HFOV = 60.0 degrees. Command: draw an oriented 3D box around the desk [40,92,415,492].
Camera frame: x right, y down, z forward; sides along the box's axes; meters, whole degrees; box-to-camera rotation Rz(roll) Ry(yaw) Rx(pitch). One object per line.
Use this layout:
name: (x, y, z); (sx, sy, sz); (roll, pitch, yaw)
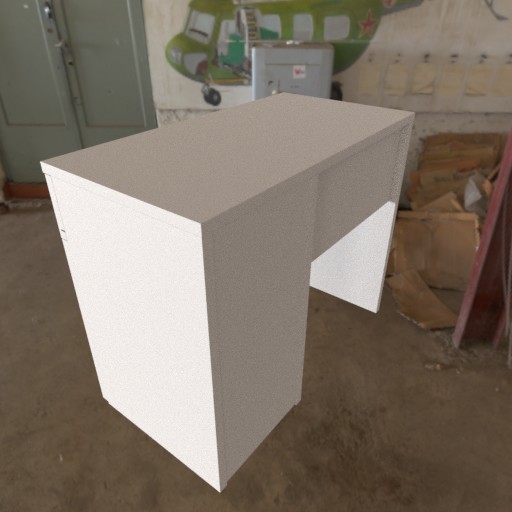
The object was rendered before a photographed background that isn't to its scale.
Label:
desk: (0.000, 0.000, 1.308); (0.482, 0.730, 0.898); (22, 38, 32)
